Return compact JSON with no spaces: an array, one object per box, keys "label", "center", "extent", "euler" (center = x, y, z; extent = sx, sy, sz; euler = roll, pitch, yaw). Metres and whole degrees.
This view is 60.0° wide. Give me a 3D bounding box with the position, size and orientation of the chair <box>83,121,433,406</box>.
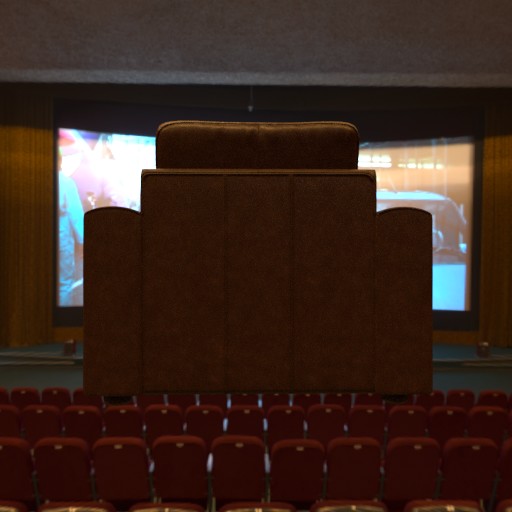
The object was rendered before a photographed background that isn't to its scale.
[{"label":"chair","center":[0.000,0.000,1.761],"extent":[1.005,0.873,1.016],"euler":[0,0,-1]}]
